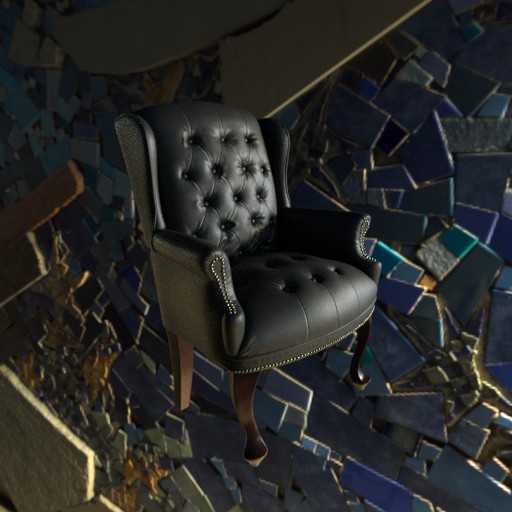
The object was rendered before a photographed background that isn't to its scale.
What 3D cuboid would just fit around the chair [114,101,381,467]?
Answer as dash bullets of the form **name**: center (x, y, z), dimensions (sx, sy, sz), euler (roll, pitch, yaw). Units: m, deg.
- **chair**: center (0.000, 0.000, 1.646), dimensions (0.838, 1.111, 0.762), euler (-15, 21, -43)
